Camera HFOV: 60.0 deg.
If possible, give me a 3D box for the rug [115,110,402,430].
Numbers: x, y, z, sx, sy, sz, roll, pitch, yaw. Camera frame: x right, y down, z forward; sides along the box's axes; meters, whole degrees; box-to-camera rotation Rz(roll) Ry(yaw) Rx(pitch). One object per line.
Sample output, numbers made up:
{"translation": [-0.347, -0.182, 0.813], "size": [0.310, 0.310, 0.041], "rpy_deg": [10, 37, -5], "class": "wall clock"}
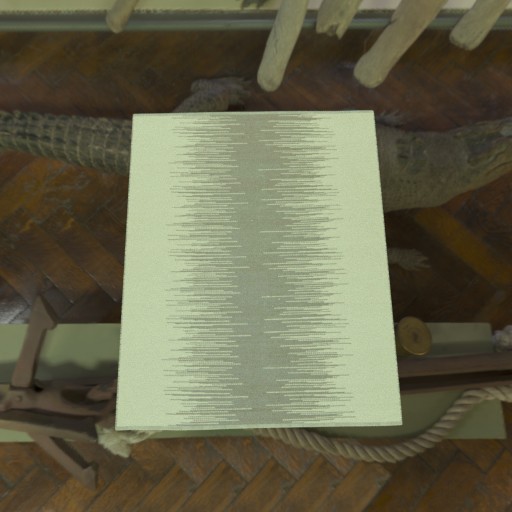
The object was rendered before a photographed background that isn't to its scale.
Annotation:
{"translation": [0.000, 0.000, 4.149], "size": [2.453, 0.010, 3.037], "rpy_deg": [-1, 76, 0], "class": "rug"}
